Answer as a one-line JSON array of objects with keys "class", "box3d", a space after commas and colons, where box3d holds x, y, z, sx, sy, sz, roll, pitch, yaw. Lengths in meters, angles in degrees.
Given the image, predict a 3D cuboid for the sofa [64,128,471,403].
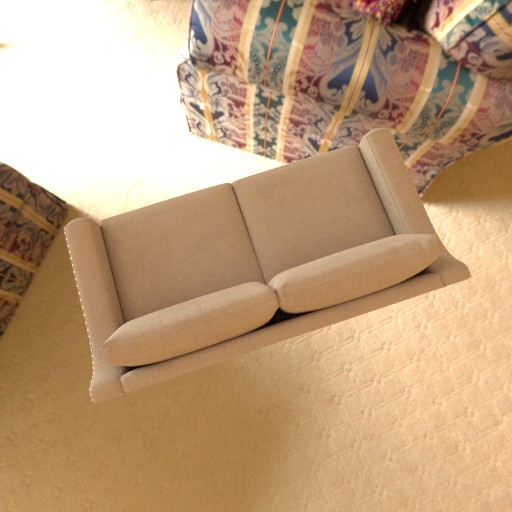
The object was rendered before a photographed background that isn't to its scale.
[{"class": "sofa", "box3d": [0.000, 0.000, 2.564, 1.967, 0.901, 1.030, -18, 77, -4]}]
